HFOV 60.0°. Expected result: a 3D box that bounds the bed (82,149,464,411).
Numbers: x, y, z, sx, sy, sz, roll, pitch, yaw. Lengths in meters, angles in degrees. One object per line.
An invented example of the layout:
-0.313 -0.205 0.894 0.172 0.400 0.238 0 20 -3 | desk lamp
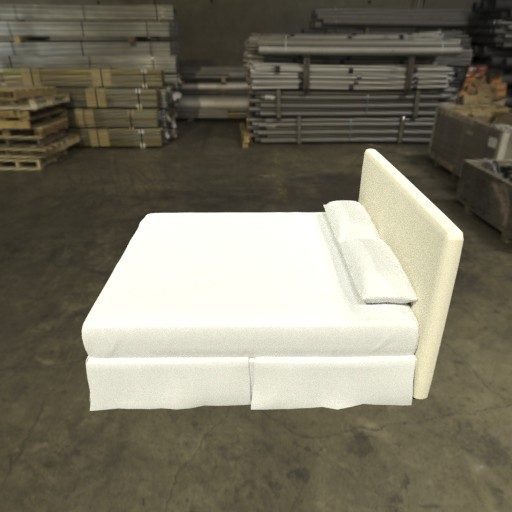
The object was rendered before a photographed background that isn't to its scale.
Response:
0.000 0.000 3.642 2.341 1.317 2.119 0 27 0 | bed
